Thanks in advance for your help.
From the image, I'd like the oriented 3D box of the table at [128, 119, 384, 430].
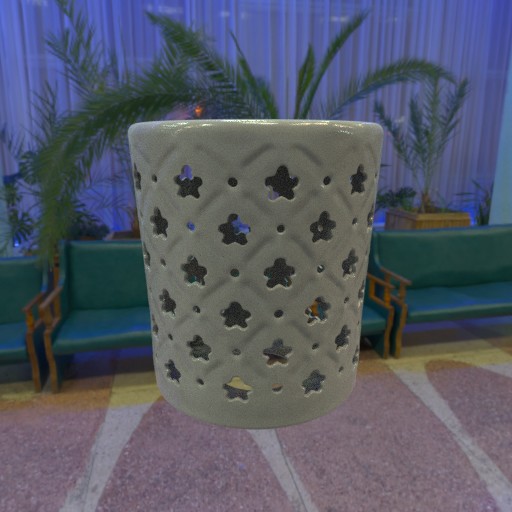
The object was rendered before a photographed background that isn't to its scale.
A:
[{"bbox_3d":[0.000,0.000,0.674,0.352,0.387,0.352,0,14,0],"label":"table"}]
